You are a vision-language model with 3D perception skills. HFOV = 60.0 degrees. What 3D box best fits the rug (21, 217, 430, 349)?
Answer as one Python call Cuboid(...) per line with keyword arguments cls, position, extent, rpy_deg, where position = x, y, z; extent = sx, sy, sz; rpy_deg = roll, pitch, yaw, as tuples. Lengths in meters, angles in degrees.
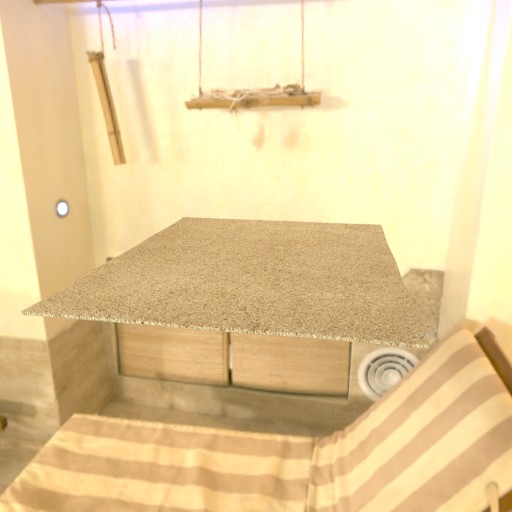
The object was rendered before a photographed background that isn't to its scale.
Cuboid(cls="rug", position=(0.000, 0.000, 3.938), extent=(2.400, 0.025, 3.000), rpy_deg=(3, 17, 10))
